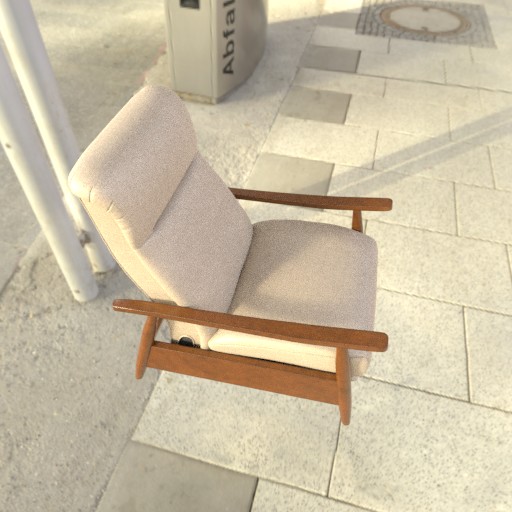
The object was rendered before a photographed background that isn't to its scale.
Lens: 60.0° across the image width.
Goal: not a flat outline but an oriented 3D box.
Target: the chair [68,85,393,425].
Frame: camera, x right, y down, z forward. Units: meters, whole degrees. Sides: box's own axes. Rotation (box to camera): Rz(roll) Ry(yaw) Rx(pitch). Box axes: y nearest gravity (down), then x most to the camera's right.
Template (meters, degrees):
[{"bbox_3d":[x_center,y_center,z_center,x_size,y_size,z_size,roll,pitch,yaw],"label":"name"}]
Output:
[{"bbox_3d":[0.000,0.000,1.785,1.030,1.082,0.762,10,47,9],"label":"chair"}]
